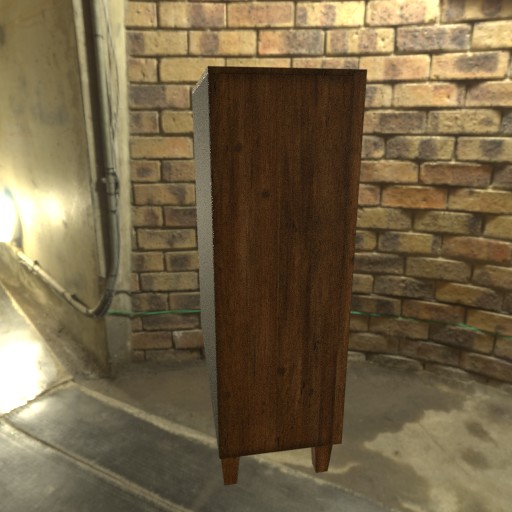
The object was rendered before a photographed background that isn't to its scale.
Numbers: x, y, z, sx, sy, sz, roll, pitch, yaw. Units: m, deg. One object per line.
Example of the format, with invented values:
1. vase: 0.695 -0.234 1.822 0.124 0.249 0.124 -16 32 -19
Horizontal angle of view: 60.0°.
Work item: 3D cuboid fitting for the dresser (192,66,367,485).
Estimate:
1. dresser: 0.000 0.000 1.865 0.438 1.359 1.067 -3 17 -10
